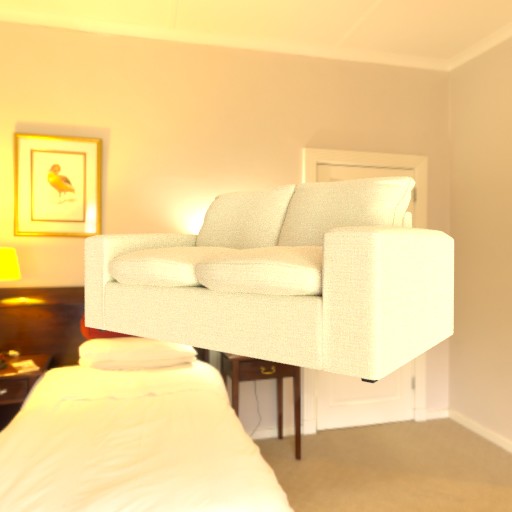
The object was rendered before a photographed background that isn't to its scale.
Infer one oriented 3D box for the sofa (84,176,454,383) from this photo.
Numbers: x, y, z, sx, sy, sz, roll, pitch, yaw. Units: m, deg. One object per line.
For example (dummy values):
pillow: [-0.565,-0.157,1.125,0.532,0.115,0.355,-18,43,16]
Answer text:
sofa: [0.000,0.000,2.390,1.754,0.875,1.091,1,1,37]
